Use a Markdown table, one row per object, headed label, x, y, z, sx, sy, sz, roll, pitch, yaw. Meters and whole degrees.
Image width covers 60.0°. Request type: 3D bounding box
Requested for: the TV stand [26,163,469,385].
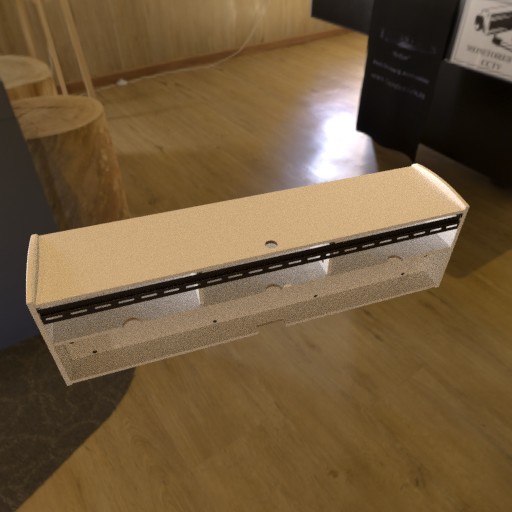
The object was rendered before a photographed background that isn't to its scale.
| label | x | y | z | sx | sy | sz | roll | pitch | yaw |
| --- | --- | --- | --- | --- | --- | --- | --- | --- | --- |
| TV stand | 0.000 | 0.000 | 1.671 | 1.473 | 0.424 | 0.397 | -12 | 43 | -14 |
